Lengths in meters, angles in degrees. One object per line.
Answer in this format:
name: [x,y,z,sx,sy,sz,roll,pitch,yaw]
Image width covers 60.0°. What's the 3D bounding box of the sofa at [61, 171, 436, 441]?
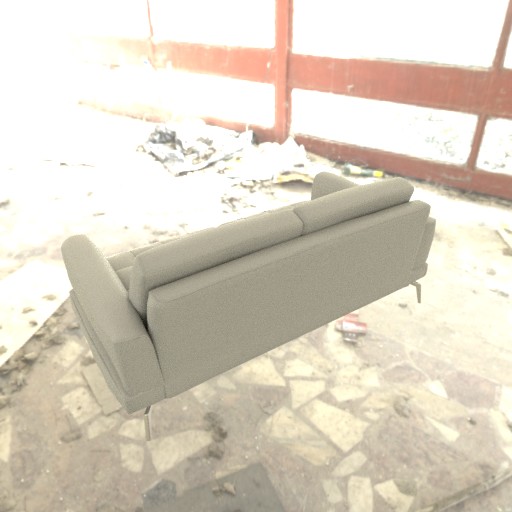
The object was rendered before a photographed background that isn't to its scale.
sofa: [0.000,0.000,2.807,2.177,0.930,1.121,-19,36,-28]
